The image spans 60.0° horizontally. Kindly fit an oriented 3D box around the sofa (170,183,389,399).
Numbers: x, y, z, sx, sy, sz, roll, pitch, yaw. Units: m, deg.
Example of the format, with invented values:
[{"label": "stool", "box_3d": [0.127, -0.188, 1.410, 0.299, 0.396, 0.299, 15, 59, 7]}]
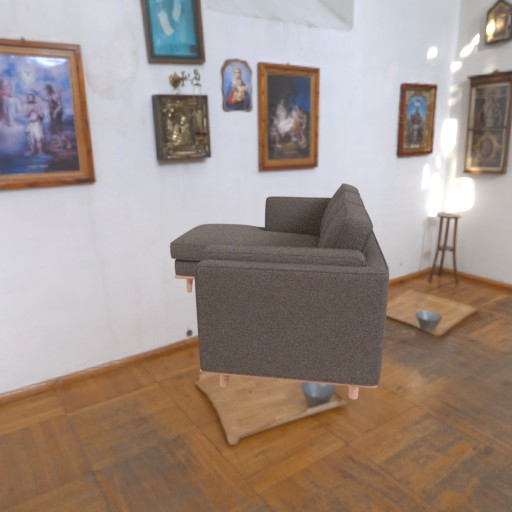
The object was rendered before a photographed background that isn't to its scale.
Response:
[{"label": "sofa", "box_3d": [0.000, 0.000, 3.230, 1.604, 0.929, 2.411, 3, 15, 10]}]
